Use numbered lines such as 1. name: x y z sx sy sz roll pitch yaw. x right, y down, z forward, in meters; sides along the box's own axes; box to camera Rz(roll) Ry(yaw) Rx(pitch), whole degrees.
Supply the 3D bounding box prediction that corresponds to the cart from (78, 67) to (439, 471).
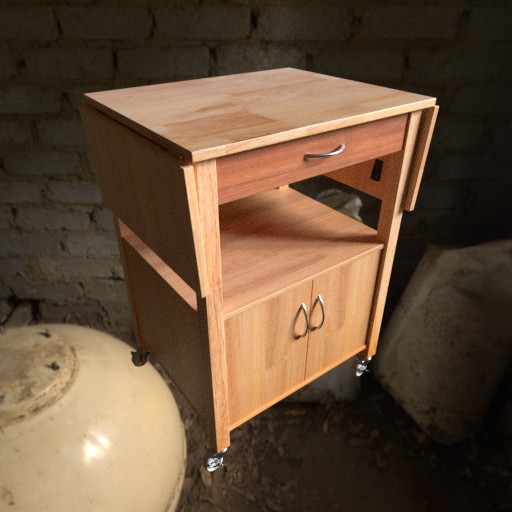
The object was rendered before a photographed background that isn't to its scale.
1. cart: 0.000 0.000 1.205 0.640 0.838 0.508 -21 38 -30
